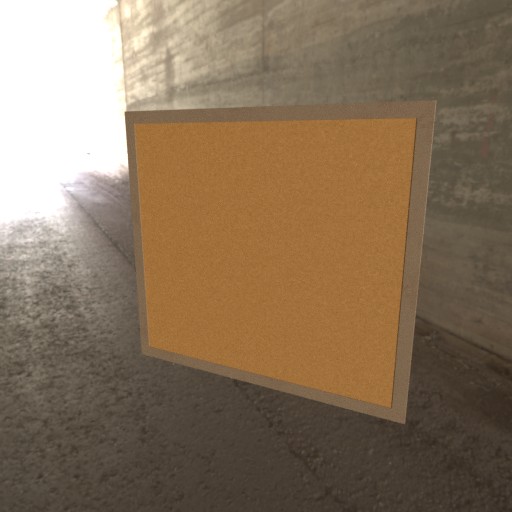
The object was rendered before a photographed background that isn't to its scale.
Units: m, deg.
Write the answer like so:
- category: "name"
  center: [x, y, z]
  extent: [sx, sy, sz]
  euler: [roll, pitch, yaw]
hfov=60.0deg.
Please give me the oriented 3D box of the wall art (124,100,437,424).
- category: "wall art"
  center: [0.000, 0.000, 1.670]
  extent: [1.168, 1.067, 0.025]
  euler: [7, 16, 26]
